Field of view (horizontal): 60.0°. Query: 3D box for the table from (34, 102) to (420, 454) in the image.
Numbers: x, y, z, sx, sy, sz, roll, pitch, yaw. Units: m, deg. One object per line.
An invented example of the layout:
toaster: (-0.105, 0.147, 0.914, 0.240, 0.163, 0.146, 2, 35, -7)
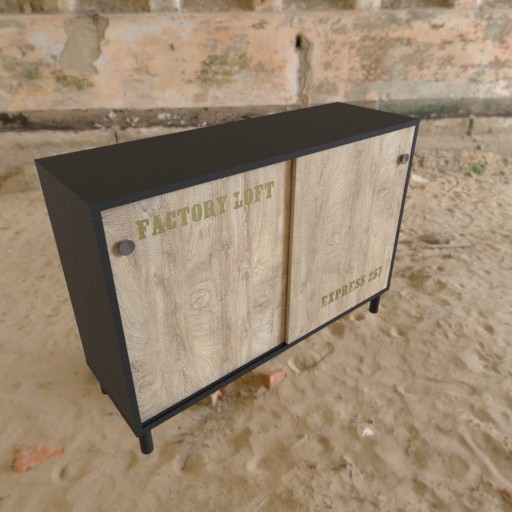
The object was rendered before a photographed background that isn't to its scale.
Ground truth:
table: (0.000, 0.000, 1.588, 1.200, 0.855, 0.400, -22, 37, -33)
